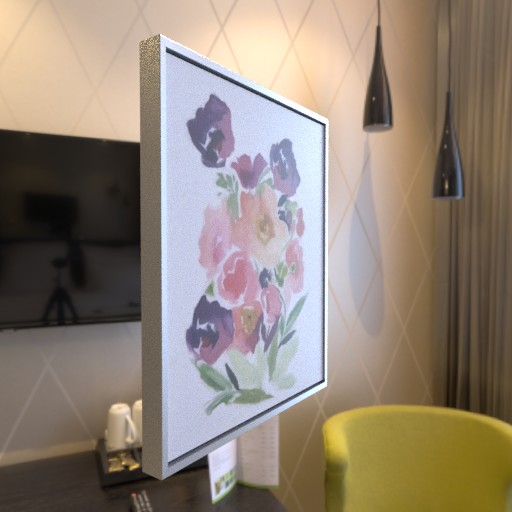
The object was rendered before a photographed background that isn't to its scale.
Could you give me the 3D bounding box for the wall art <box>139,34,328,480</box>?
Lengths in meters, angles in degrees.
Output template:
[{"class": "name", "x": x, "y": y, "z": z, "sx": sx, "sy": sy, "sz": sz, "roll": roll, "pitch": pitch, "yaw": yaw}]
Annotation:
[{"class": "wall art", "x": 0.000, "y": 0.000, "z": 0.739, "sx": 0.038, "sy": 0.549, "sz": 0.452, "roll": 1, "pitch": 2, "yaw": 36}]
